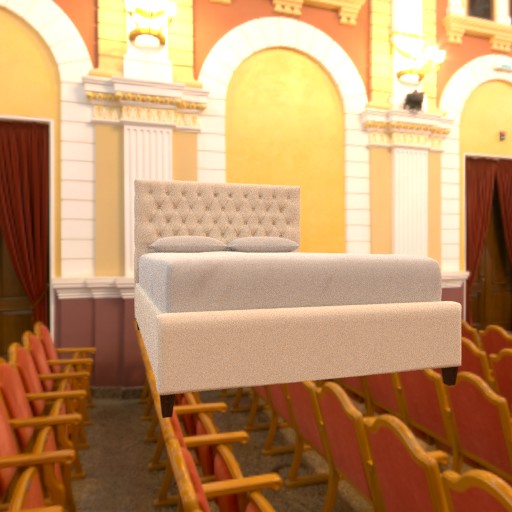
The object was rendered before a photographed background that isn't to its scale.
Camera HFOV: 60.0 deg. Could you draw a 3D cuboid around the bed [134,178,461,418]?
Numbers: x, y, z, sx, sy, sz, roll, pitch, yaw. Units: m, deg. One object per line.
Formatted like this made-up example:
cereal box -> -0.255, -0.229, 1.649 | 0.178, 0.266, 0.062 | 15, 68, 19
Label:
bed -> 0.000, 0.000, 3.348 | 1.698, 1.427, 2.387 | 0, 1, -18
